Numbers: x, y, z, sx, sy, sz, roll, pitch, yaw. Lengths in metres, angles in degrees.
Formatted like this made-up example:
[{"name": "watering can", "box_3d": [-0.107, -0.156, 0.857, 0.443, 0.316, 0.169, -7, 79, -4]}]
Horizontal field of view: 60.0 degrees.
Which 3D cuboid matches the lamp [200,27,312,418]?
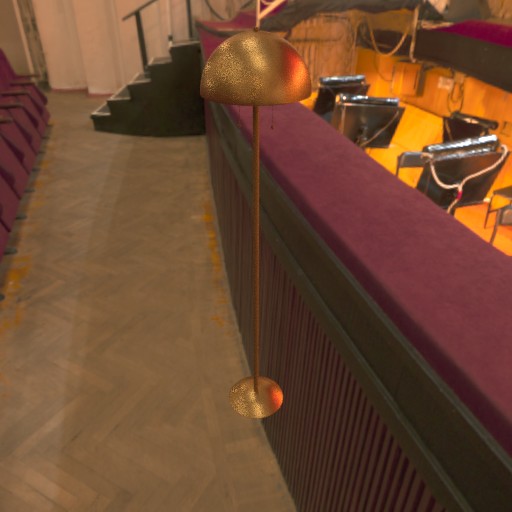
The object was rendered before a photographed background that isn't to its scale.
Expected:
[{"name": "lamp", "box_3d": [0.000, 0.000, 1.608, 0.328, 1.480, 0.328, -9, 33, -15]}]
